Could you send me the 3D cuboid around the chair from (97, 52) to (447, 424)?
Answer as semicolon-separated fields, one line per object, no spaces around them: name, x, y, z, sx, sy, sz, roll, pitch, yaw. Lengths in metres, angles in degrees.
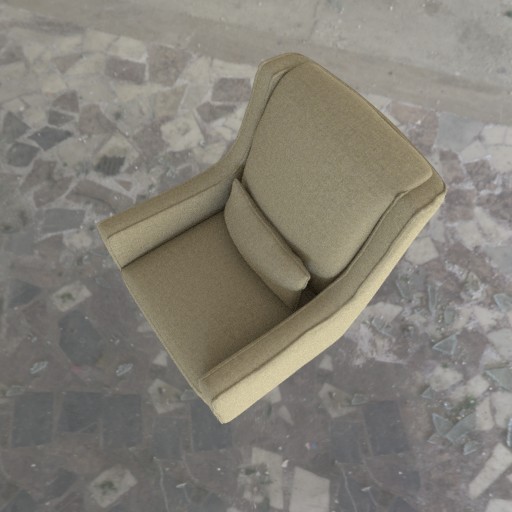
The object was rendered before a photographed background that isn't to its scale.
chair;0.000;0.000;1.598;0.879;0.993;0.732;-33;68;-15
